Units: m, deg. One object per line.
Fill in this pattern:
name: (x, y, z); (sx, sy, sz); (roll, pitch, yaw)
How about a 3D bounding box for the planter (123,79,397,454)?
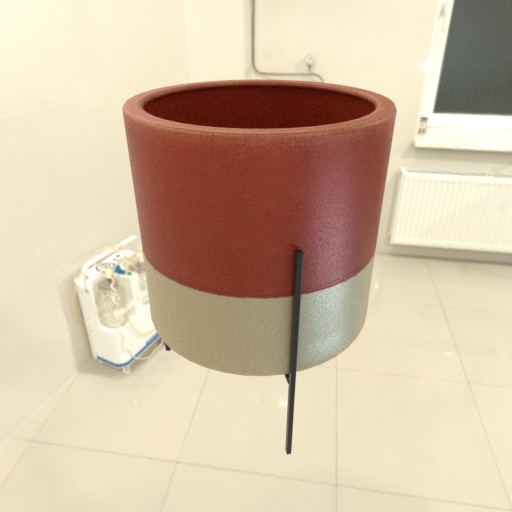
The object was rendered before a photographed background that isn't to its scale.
planter: (0.000, 0.000, 0.685); (0.354, 0.465, 0.345); (8, 31, 14)
